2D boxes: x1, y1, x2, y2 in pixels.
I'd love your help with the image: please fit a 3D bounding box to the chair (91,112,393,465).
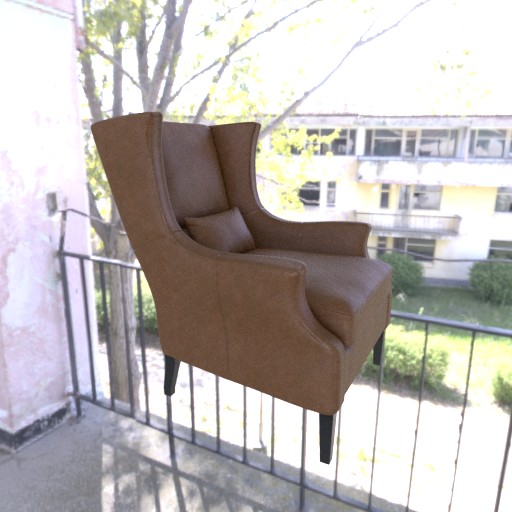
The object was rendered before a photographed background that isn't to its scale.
[{"bbox_3d":[0.000,0.000,1.685,0.925,1.016,0.852,7,16,26],"label":"chair"}]
